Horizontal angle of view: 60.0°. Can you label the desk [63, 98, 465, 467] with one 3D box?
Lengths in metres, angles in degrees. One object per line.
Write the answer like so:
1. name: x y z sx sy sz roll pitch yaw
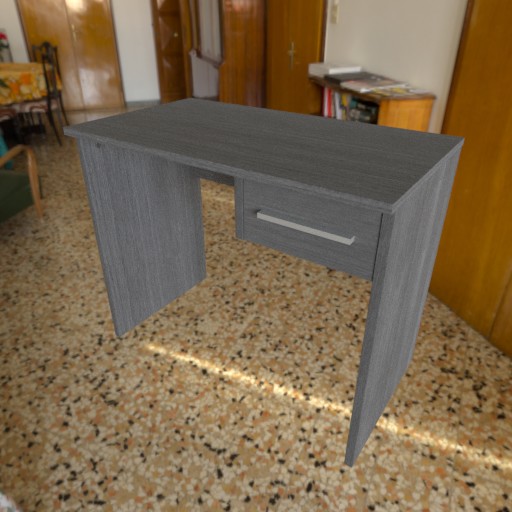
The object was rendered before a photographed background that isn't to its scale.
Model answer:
1. desk: 0.000 0.000 1.304 0.893 0.724 0.498 19 35 30
